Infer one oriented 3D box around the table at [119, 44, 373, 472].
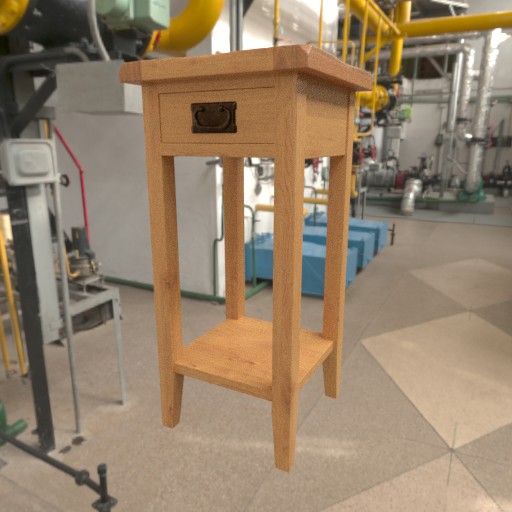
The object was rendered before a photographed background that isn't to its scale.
[{"bbox_3d":[0.000,0.000,0.944,0.360,0.740,0.360,8,17,27],"label":"table"}]
